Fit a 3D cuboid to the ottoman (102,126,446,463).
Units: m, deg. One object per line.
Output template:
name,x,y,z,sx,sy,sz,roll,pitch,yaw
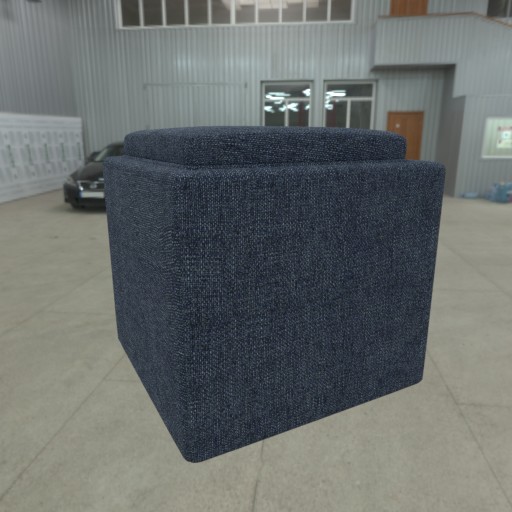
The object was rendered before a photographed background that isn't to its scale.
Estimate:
ottoman,0.000,0.000,0.822,0.450,0.460,0.450,-8,17,-27
